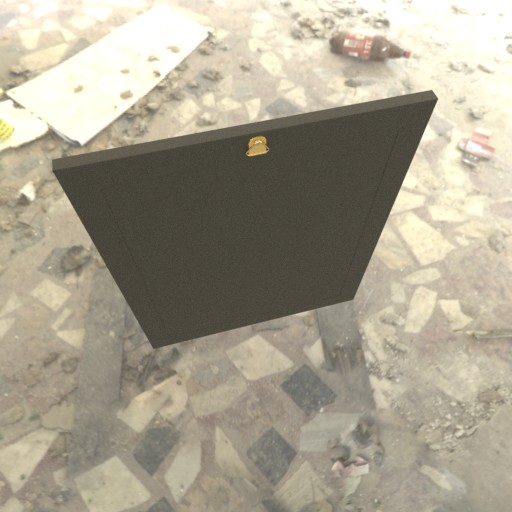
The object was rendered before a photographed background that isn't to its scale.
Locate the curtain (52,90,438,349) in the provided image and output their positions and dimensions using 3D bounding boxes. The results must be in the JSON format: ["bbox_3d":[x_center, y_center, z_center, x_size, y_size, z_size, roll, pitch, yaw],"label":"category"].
[{"bbox_3d":[0.000,0.000,0.789,0.483,0.585,0.027,-13,59,-8],"label":"curtain"}]
